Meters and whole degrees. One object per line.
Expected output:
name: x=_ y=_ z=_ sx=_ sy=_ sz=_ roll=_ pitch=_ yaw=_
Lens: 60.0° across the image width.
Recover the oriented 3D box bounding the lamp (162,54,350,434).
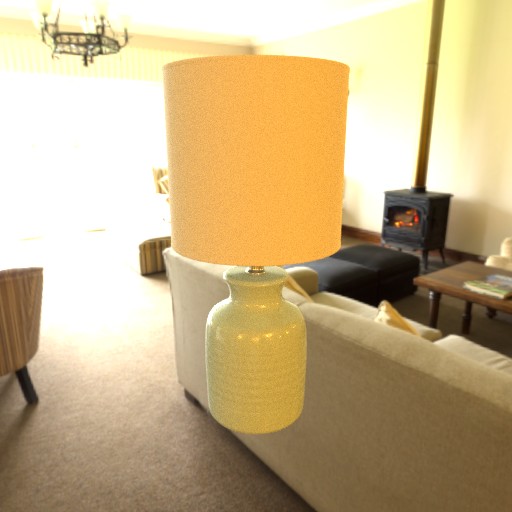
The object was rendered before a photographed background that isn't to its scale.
lamp: x=0.000 y=0.000 z=1.119 sx=0.418 sy=0.871 sz=0.418 roll=2 pitch=16 yaw=6
